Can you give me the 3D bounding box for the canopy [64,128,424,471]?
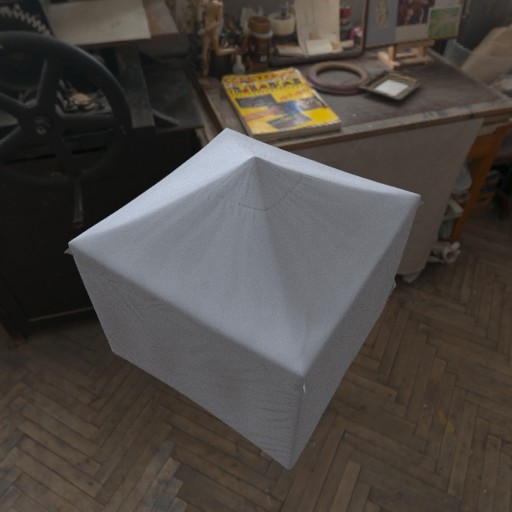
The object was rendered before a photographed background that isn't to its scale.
[{"bbox_3d":[0.000,0.000,5.574,3.043,2.997,3.121,25,51,23],"label":"canopy"}]
